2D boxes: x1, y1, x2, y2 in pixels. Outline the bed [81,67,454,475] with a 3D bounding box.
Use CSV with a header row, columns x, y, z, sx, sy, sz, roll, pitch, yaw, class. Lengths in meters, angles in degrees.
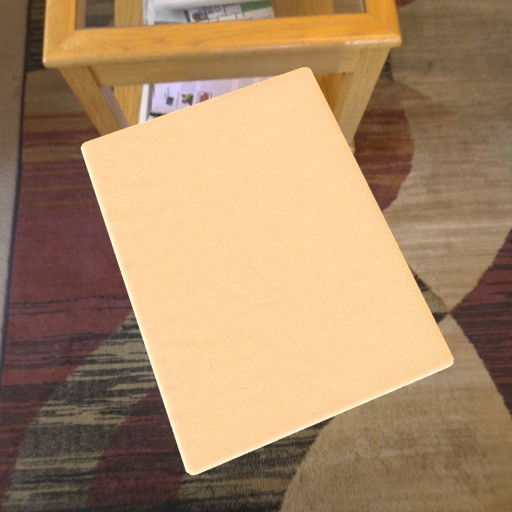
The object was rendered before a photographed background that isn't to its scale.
x,y,z,sx,sy,sz,roll,pitch,yaw,class
0.000,0.000,2.734,1.536,0.431,2.016,-21,76,-5,bed
